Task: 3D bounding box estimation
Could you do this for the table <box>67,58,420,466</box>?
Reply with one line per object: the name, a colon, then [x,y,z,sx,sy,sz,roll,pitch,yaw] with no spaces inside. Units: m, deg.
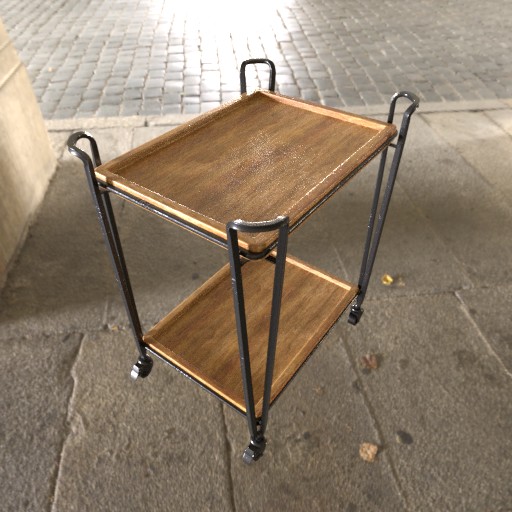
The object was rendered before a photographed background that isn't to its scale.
table: [0.000,0.000,1.205,0.505,0.785,0.672,26,47,27]
